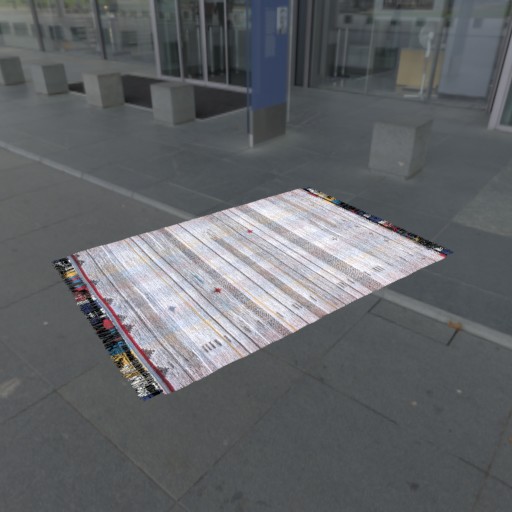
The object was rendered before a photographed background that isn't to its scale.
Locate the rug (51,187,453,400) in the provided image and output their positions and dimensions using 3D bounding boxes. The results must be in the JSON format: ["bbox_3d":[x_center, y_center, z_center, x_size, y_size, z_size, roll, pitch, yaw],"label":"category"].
[{"bbox_3d":[0.000,0.000,2.399,1.848,0.012,1.217,-20,36,-30],"label":"rug"}]
